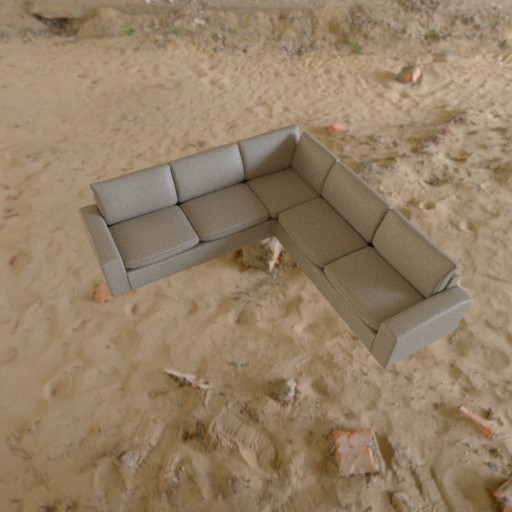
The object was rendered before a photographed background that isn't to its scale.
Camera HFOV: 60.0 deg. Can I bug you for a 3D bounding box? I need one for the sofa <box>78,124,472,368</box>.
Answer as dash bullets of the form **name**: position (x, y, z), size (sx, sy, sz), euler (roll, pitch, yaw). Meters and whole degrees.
- **sofa**: position (0.000, 0.000, 4.142), size (2.622, 0.800, 2.742), euler (-22, 50, -19)
